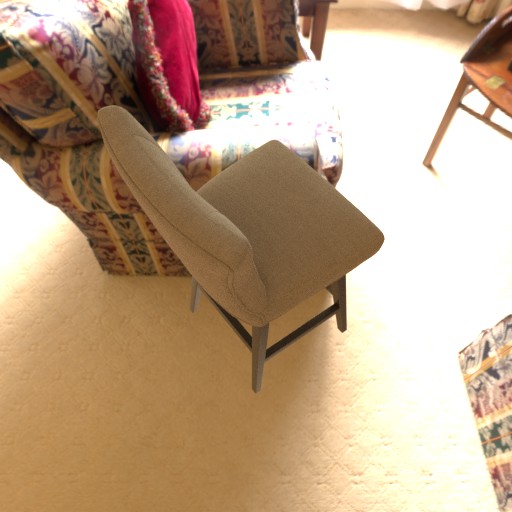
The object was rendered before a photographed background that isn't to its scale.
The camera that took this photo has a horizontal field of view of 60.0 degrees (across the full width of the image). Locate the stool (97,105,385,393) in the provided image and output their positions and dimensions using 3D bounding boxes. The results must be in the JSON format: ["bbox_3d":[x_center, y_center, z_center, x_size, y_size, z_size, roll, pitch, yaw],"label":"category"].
[{"bbox_3d":[0.000,0.000,1.398,0.574,1.086,0.514,-34,64,-19],"label":"stool"}]
